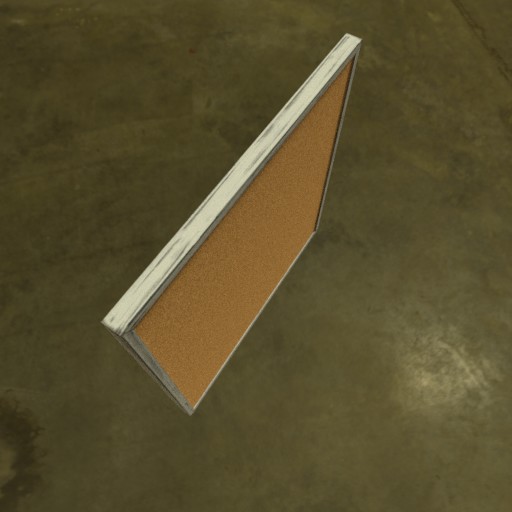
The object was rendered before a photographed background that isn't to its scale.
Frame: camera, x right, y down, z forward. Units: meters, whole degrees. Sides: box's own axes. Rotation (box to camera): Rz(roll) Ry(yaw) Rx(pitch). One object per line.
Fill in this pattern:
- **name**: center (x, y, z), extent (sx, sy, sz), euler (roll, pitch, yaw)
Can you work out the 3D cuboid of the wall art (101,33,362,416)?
- **wall art**: center (0.000, 0.000, 1.113), extent (0.037, 0.761, 0.761), euler (30, 66, 15)
